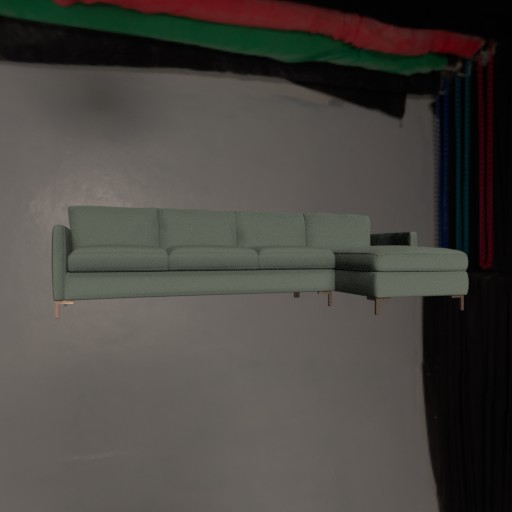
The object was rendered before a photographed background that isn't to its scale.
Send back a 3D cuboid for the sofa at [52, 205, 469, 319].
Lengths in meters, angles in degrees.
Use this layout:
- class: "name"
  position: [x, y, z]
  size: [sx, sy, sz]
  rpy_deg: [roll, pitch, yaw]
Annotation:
- class: "sofa"
  position: [0.000, 0.000, 3.213]
  size: [2.725, 0.756, 1.255]
  rpy_deg: [0, 1, -19]
